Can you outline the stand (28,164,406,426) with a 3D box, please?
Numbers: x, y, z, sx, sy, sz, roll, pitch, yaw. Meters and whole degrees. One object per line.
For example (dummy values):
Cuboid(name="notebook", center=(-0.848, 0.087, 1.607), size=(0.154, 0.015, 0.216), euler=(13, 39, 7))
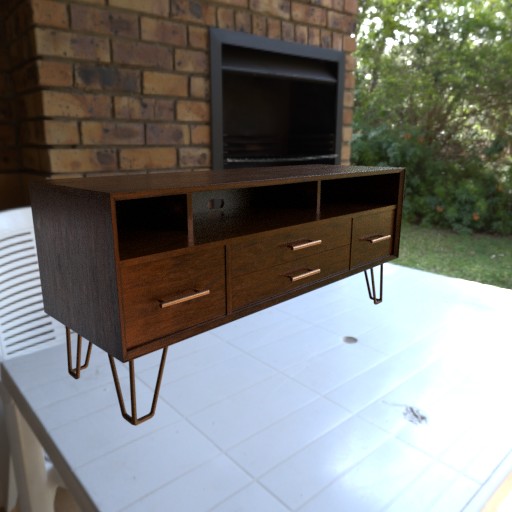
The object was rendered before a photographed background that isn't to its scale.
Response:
Cuboid(name="stand", center=(0.000, 0.000, 1.652), size=(0.481, 0.610, 1.372), euler=(13, 20, 42))
